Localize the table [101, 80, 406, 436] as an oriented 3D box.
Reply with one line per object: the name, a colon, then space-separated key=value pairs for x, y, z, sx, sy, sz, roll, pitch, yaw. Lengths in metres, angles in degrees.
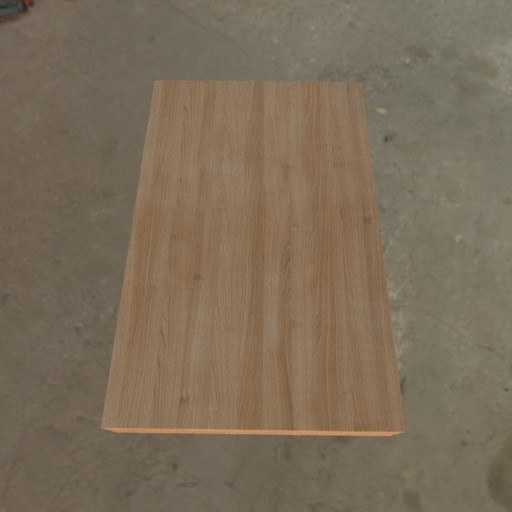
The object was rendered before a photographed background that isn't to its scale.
table: x=0.000 y=0.000 z=1.454 sx=0.700 sy=0.440 sz=1.100 roll=1 pitch=64 yaw=0
